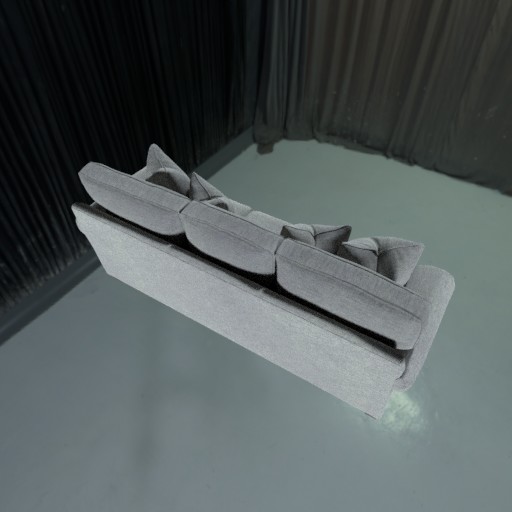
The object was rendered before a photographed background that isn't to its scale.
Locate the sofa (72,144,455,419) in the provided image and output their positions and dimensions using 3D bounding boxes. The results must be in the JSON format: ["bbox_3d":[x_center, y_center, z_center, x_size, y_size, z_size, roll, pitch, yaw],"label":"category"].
[{"bbox_3d":[0.000,0.000,2.858,2.312,0.975,0.965,24,50,22],"label":"sofa"}]
